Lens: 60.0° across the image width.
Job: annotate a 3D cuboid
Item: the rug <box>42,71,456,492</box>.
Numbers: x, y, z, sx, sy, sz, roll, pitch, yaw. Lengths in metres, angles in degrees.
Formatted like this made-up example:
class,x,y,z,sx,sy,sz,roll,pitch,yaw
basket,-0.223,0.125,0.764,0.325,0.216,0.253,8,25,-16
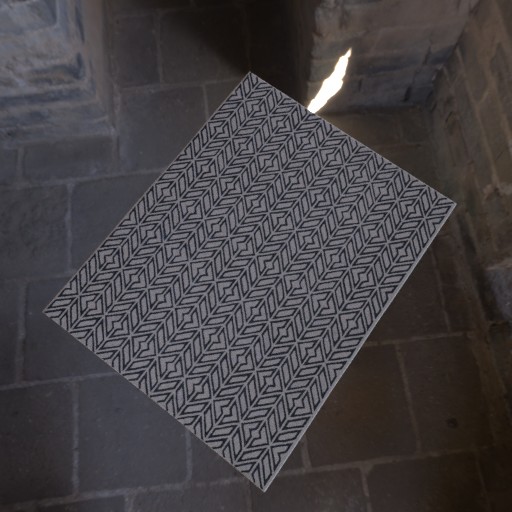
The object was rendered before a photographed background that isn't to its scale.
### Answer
class,x,y,z,sx,sy,sz,roll,pitch,yaw
rug,0.000,0.000,4.020,2.421,0.008,3.045,36,78,9
